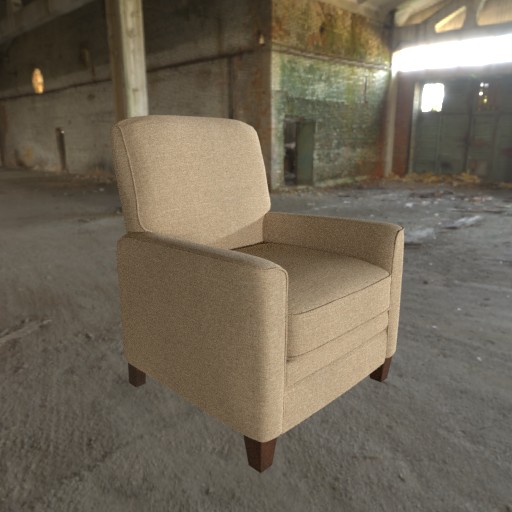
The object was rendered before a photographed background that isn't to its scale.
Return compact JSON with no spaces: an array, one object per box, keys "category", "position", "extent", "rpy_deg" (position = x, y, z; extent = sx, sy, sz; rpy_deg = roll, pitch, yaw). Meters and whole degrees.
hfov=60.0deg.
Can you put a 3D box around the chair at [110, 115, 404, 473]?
[{"category":"chair","position":[0.000,0.000,1.664],"extent":[0.858,1.028,0.841],"rpy_deg":[13,20,42]}]
